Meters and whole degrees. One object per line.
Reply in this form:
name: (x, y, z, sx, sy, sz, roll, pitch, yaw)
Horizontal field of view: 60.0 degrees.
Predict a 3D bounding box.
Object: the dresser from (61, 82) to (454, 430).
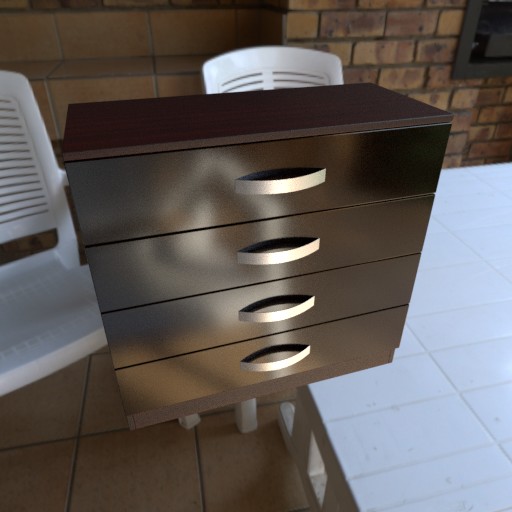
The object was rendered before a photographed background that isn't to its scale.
dresser: (0.000, 0.000, 1.118, 0.750, 0.720, 0.360, -10, 34, -15)
